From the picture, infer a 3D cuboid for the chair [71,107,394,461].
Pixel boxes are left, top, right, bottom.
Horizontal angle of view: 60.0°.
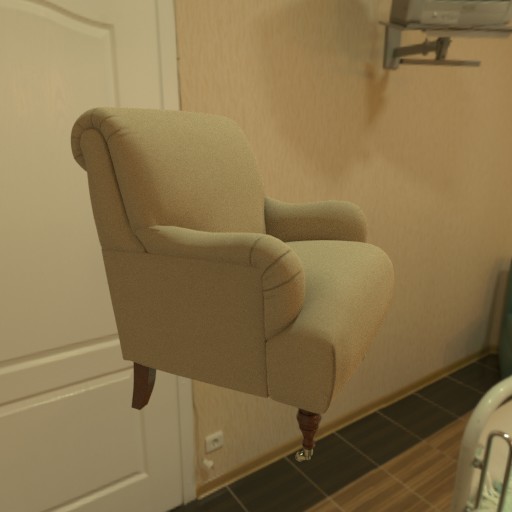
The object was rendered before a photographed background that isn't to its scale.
[{"bbox_3d":[0.000,0.000,1.482,0.842,0.942,0.766,7,17,26],"label":"chair"}]
